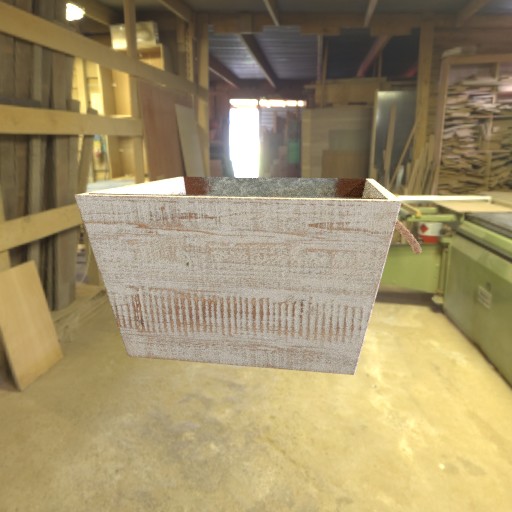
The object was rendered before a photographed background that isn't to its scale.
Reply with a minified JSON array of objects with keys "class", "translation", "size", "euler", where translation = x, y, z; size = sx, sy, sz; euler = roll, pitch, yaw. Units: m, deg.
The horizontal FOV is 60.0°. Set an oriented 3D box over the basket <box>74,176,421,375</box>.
[{"class":"basket","translation":[0.000,0.000,0.772],"size":[0.545,0.247,0.413],"euler":[2,14,10]}]
